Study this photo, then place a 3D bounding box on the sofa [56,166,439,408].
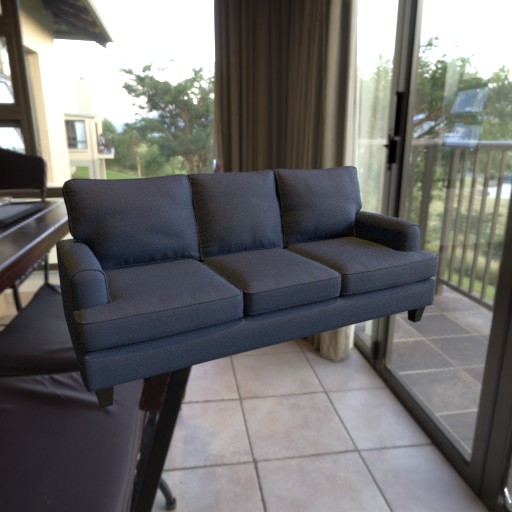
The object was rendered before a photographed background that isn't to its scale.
[{"bbox_3d":[0.000,0.000,2.679,2.158,0.965,0.951,-8,18,-27],"label":"sofa"}]
